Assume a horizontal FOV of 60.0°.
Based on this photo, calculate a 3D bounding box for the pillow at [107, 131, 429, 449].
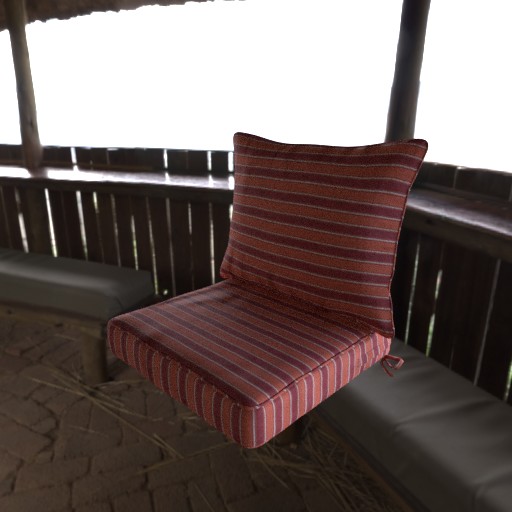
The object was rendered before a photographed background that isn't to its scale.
[{"bbox_3d":[0.000,0.000,1.393,0.799,0.723,0.733,16,24,42],"label":"pillow"}]
